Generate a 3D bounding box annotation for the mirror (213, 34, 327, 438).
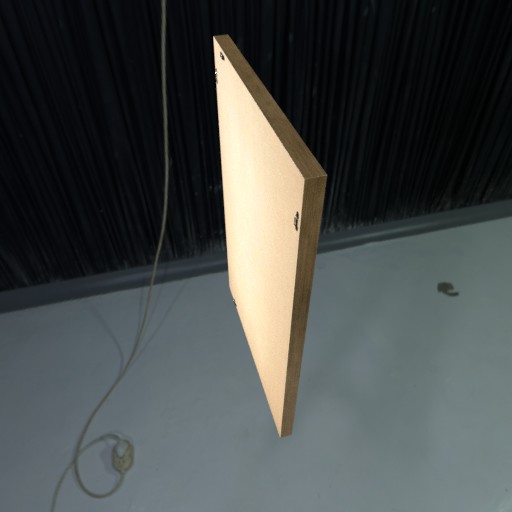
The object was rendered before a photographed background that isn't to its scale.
[{"bbox_3d":[0.000,0.000,1.182,0.041,0.915,0.609,-12,46,-12],"label":"mirror"}]
